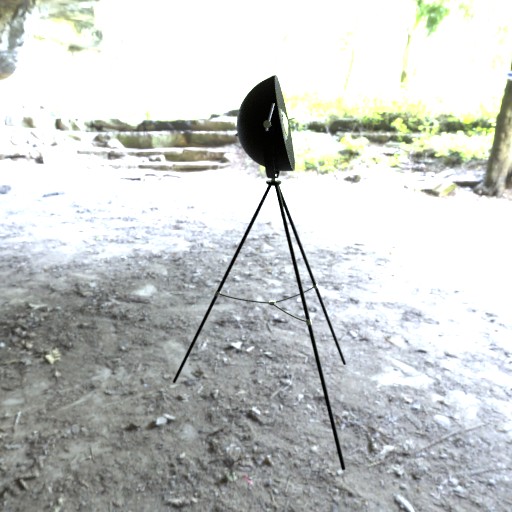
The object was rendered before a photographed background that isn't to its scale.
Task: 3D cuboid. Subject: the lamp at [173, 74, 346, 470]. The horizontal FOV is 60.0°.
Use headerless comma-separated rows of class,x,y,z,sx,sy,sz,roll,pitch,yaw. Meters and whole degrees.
lamp,0.000,0.000,1.988,0.920,1.512,0.817,3,18,8
